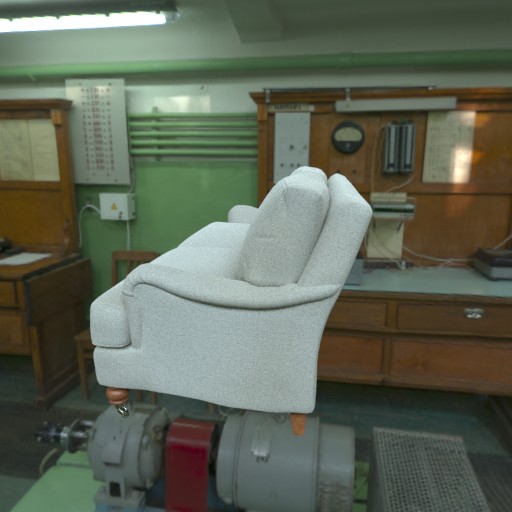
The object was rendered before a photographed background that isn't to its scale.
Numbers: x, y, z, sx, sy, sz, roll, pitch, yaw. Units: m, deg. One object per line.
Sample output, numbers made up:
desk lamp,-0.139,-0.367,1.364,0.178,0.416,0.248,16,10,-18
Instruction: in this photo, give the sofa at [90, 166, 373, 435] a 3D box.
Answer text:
sofa,0.000,0.000,2.607,1.091,0.997,2.070,2,13,8
